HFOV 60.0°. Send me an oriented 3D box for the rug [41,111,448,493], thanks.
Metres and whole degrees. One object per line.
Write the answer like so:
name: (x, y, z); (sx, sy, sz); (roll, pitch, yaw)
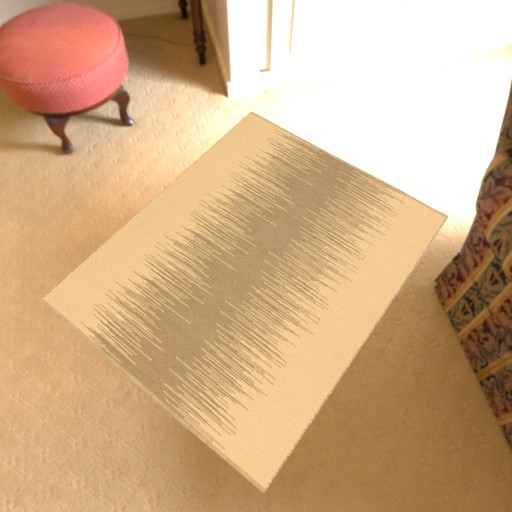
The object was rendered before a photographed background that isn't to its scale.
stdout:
rug: (0.000, 0.000, 4.115); (2.453, 0.010, 3.037); (33, 65, 18)
